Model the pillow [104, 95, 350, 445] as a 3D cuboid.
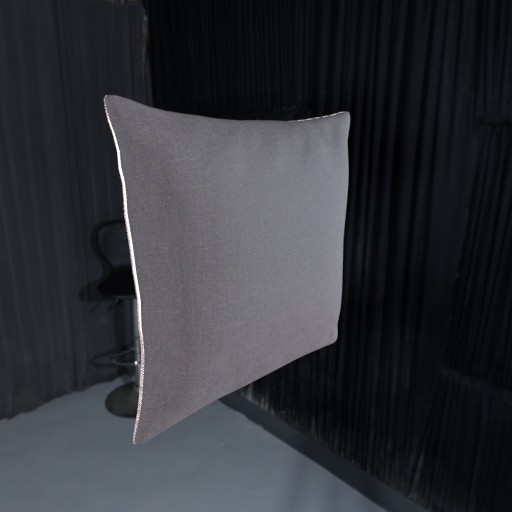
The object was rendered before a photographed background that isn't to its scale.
[{"bbox_3d":[0.000,0.000,0.783,0.523,0.506,0.166,-14,21,-42],"label":"pillow"}]
